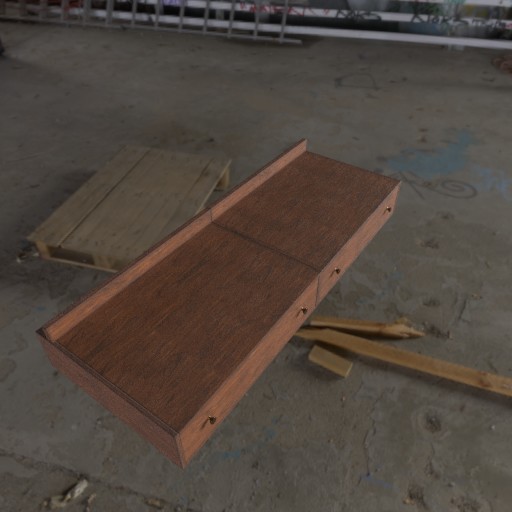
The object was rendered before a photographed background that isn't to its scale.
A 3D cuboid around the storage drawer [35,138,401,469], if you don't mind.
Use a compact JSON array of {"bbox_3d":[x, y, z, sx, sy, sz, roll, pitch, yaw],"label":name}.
[{"bbox_3d":[0.000,0.000,2.224,0.774,0.339,1.914,25,47,26],"label":"storage drawer"}]
